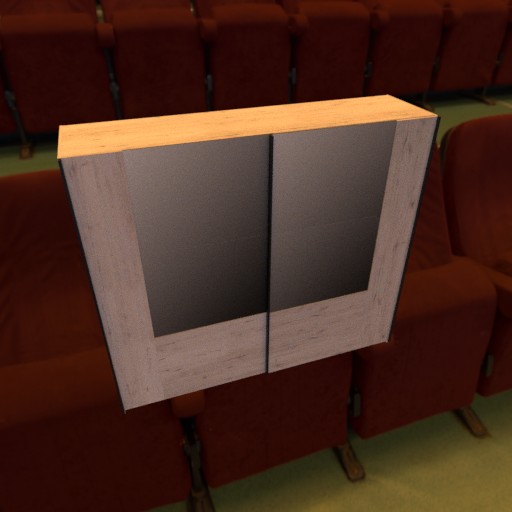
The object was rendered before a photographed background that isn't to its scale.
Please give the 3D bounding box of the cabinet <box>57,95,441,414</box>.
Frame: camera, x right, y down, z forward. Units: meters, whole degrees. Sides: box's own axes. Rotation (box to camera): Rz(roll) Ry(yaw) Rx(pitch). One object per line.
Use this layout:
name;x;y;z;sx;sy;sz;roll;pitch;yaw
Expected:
cabinet;0.000;0.000;3.591;2.500;2.180;0.660;-11;35;-16
